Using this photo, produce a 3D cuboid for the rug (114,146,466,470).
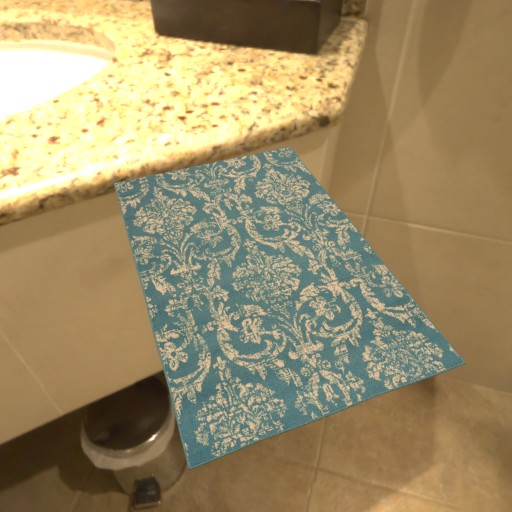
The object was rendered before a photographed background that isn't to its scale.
[{"bbox_3d":[0.000,0.000,2.330,1.211,0.012,1.833,-15,47,-15],"label":"rug"}]
